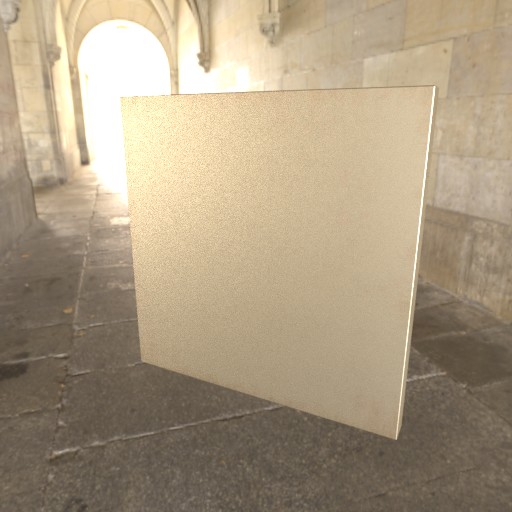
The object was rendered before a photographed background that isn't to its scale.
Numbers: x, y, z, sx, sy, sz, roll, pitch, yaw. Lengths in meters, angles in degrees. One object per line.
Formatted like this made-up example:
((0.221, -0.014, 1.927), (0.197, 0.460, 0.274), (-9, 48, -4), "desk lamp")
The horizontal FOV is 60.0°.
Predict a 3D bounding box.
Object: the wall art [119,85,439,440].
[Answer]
((0.000, 0.000, 0.730), (0.503, 0.506, 0.040), (9, 19, 26), "wall art")
